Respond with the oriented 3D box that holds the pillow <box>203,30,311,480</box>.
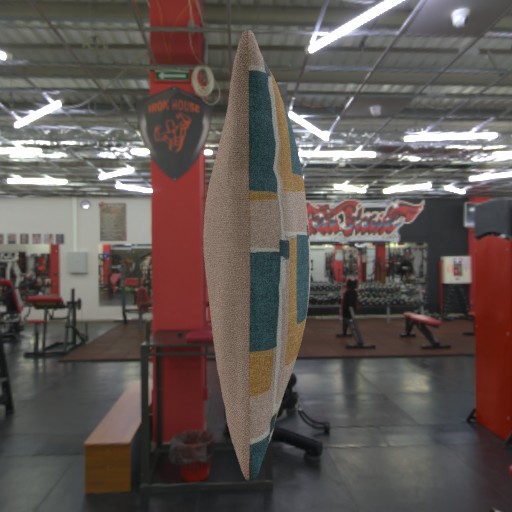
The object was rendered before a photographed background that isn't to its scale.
[{"bbox_3d":[0.000,0.000,0.704,0.158,0.479,0.478,0,0,-1],"label":"pillow"}]
